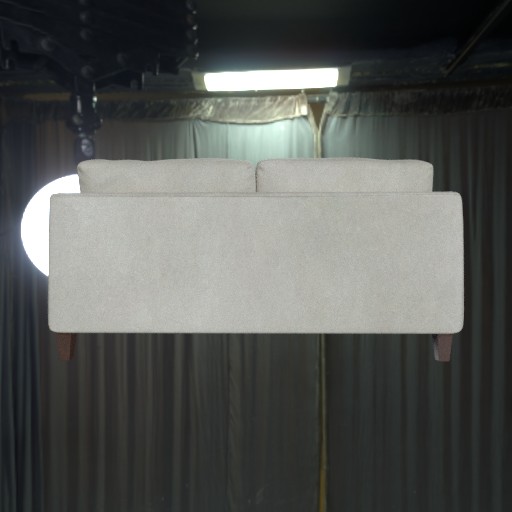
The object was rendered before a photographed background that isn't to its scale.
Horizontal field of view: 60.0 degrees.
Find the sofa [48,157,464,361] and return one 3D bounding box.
[{"bbox_3d":[0.000,0.000,2.396,1.846,0.940,0.950,0,-1,1],"label":"sofa"}]
